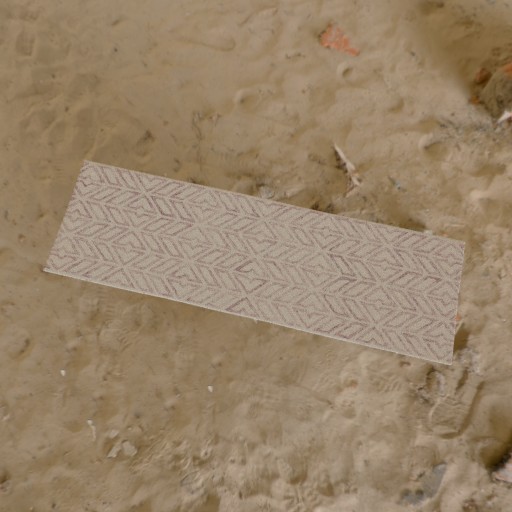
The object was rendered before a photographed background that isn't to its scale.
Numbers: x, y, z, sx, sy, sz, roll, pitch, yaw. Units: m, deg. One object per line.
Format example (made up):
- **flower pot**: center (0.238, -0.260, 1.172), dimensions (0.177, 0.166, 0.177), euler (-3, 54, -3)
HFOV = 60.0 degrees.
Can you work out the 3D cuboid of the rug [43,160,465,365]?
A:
- **rug**: center (0.000, 0.000, 2.670), dimensions (2.435, 0.009, 0.750), euler (13, 75, 3)
